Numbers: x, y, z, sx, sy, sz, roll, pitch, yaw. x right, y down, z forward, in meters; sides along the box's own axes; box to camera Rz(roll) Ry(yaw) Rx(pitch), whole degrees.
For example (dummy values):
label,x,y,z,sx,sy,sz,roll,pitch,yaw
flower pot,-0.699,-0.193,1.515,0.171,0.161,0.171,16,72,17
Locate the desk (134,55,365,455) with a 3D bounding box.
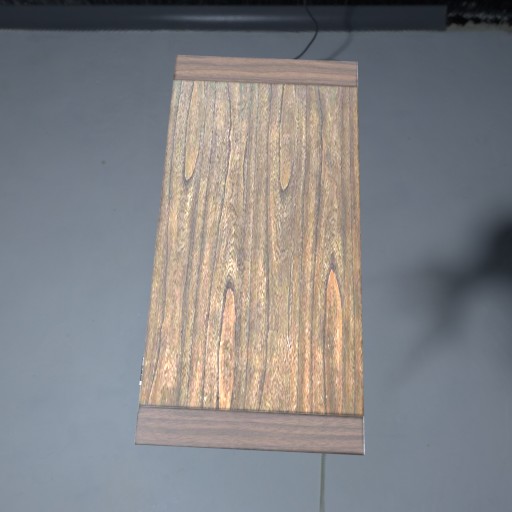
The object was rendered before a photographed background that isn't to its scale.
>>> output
label,x,y,z,sx,sy,sz,roll,pitch,yaw
desk,0.000,0.000,2.013,0.784,0.725,1.543,2,75,1
